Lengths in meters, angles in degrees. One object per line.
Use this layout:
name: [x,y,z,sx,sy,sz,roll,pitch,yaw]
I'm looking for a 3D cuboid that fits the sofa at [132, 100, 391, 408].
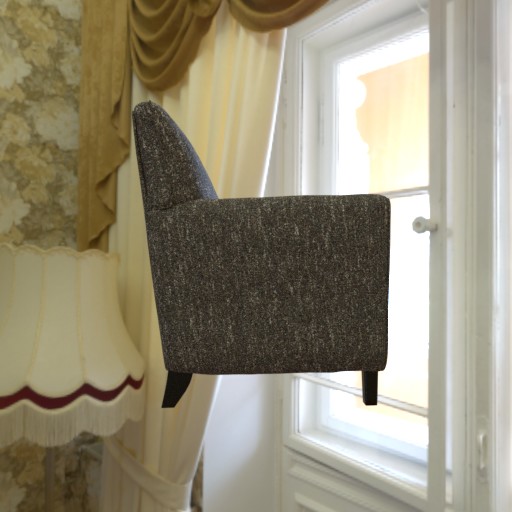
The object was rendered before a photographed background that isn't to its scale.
sofa: [0.000,0.000,2.073,0.801,0.946,1.519,0,0,-1]
